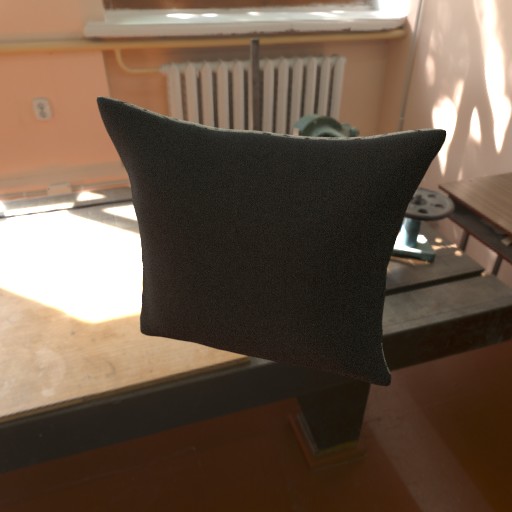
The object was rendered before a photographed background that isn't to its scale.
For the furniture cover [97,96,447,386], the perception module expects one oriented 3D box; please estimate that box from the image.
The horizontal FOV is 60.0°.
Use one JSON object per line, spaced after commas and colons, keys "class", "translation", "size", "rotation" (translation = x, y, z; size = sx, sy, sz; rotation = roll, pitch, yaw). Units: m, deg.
{"class": "furniture cover", "translation": [0.000, 0.000, 0.765], "size": [0.525, 0.498, 0.180], "rotation": [9, 34, 14]}
